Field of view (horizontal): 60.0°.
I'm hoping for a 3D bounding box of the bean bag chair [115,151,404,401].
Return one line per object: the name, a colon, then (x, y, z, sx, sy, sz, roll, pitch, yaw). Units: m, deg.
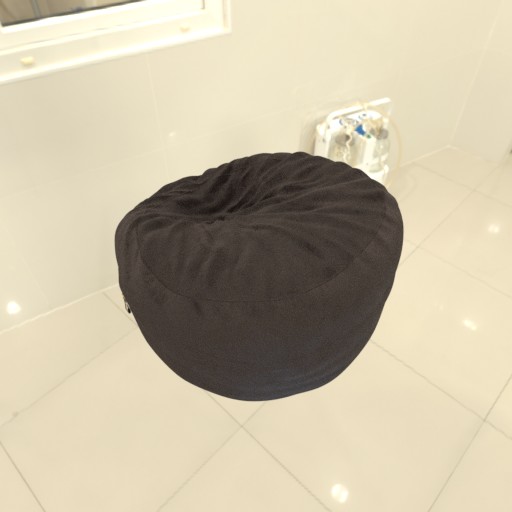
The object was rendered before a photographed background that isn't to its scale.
bean bag chair: (0.000, 0.000, 2.070, 1.245, 0.821, 1.245, 0, 47, 0)
